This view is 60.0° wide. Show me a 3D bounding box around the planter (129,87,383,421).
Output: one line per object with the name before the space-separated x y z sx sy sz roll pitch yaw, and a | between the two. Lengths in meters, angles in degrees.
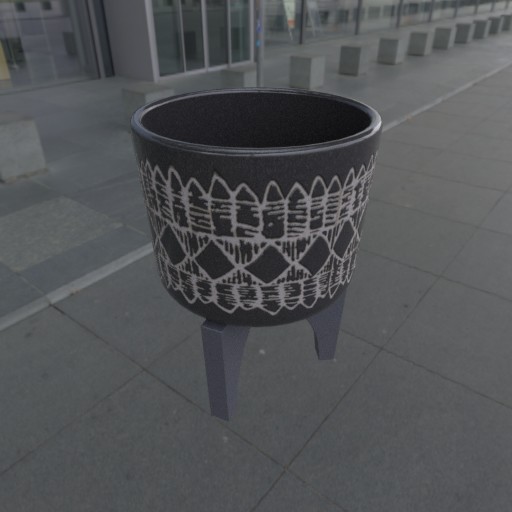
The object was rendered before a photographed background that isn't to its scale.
planter | 0.000 0.000 0.277 0.129 0.177 0.129 0 32 0
